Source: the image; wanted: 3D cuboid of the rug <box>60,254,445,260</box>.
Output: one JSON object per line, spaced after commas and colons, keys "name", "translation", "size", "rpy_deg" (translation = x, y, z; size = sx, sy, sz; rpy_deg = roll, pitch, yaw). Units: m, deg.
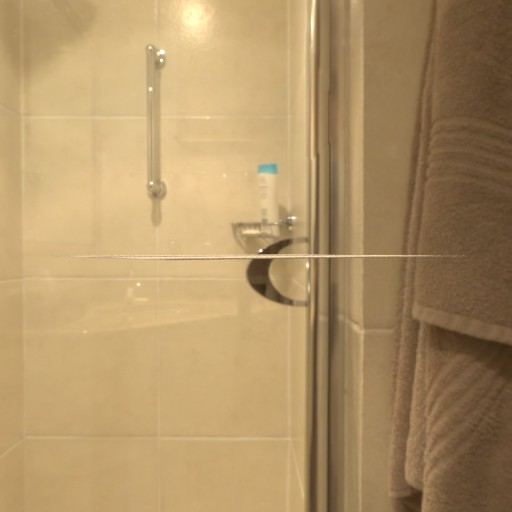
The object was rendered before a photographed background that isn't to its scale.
{"name": "rug", "translation": [0.000, 0.000, 4.138], "size": [3.037, 0.004, 2.453], "rpy_deg": [0, 1, -37]}
